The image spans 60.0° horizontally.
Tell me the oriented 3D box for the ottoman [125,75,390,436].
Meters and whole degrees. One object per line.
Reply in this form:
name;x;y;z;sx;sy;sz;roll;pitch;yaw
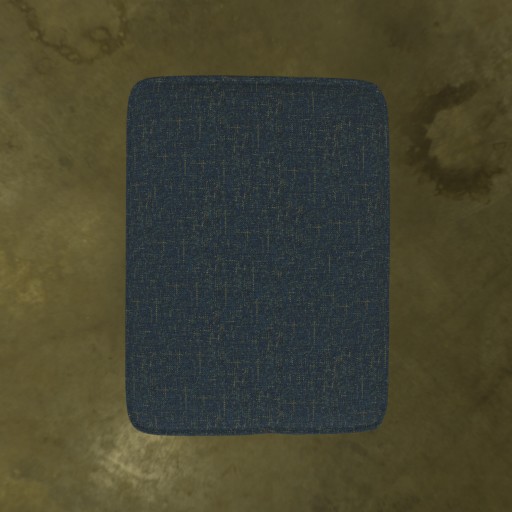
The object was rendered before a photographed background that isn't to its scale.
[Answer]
ottoman;0.000;0.000;1.095;0.549;0.450;0.749;0;90;-2
